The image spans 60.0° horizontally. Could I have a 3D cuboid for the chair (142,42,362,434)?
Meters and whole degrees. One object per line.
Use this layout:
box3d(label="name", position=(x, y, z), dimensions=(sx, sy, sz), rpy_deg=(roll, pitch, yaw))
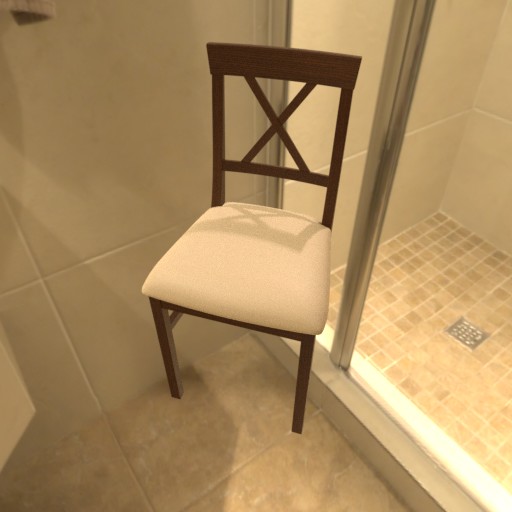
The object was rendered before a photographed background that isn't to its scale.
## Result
box3d(label="chair", position=(0.000, 0.000, 1.173), dimensions=(0.440, 0.913, 0.480), rpy_deg=(11, 42, 13))
